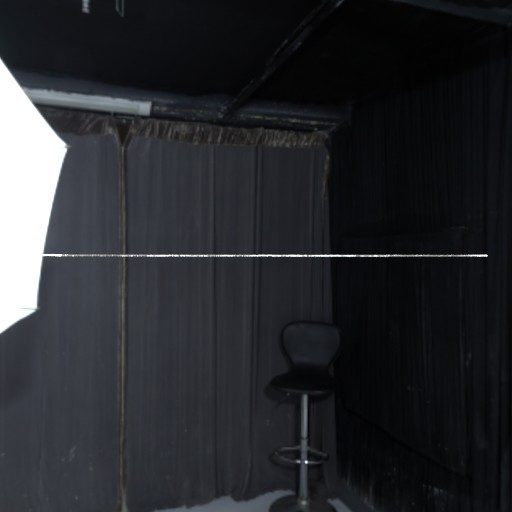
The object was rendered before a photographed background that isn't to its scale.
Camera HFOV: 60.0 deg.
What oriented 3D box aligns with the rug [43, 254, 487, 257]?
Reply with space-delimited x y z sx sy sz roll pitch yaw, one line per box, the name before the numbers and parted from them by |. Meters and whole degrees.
rug | 0.000 0.000 2.977 2.440 0.010 1.529 0 0 -19
